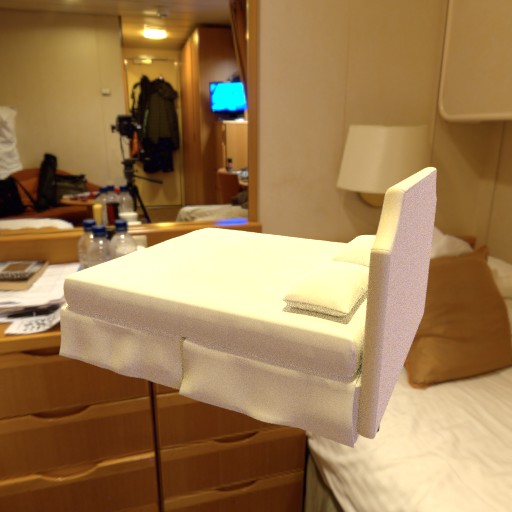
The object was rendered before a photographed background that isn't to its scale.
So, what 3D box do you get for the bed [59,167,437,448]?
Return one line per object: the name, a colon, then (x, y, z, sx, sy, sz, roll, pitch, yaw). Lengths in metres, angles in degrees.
bed: (0.000, 0.000, 4.069, 2.773, 1.590, 2.350, 8, 18, 26)
